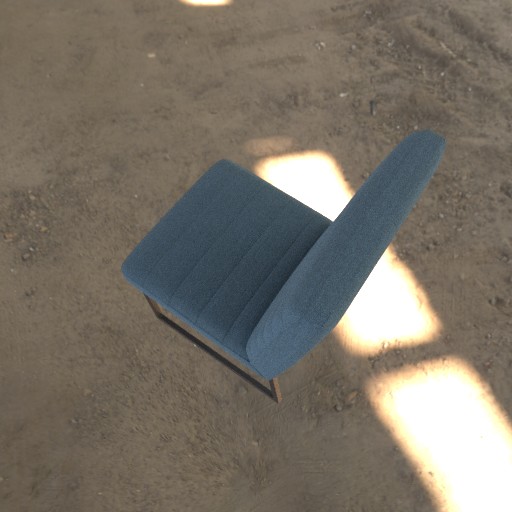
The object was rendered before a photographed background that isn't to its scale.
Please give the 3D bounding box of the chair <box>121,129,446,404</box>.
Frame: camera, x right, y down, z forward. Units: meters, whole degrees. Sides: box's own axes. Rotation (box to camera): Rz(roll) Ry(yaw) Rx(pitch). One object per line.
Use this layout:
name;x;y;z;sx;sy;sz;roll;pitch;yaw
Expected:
chair;0.000;0.000;1.286;0.634;0.930;0.520;32;66;15
